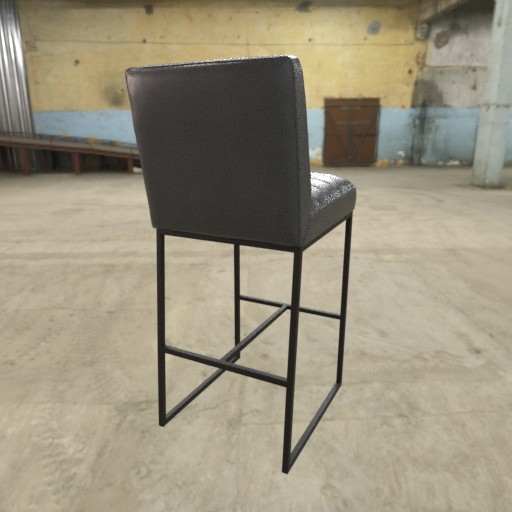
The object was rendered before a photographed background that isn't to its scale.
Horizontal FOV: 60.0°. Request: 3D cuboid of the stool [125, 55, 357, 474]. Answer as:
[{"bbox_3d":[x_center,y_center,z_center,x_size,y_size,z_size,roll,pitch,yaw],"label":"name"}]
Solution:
[{"bbox_3d":[0.000,0.000,1.340,0.457,1.040,0.552,8,18,26],"label":"stool"}]
